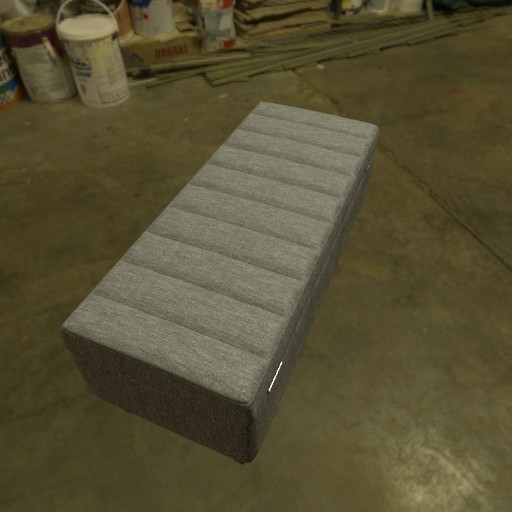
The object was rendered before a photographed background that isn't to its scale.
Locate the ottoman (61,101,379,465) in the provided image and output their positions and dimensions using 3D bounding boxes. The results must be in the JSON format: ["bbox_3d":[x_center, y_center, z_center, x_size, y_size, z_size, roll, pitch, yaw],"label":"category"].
[{"bbox_3d":[0.000,0.000,1.417,0.482,0.469,1.151,17,49,16],"label":"ottoman"}]
